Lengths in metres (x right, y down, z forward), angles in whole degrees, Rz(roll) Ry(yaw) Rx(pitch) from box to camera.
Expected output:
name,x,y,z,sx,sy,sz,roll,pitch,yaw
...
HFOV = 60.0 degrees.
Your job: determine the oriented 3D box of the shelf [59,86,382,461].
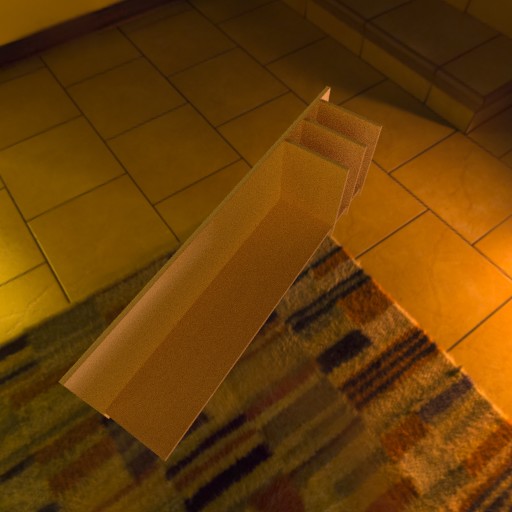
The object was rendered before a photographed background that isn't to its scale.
name,x,y,z,sx,sy,sz,roll,pitch,yaw
shelf,0.000,0.000,1.146,0.200,0.300,1.020,30,63,17
